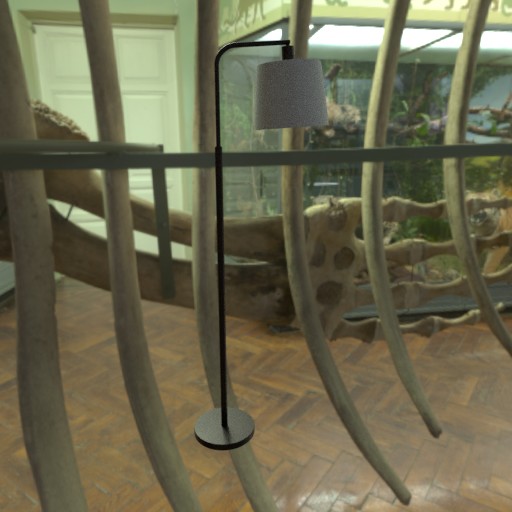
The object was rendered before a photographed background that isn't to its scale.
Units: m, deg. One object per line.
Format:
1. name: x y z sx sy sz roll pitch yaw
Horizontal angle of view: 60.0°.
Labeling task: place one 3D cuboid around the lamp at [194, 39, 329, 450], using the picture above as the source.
1. lamp: 0.000 0.000 1.649 0.508 1.478 0.254 -3 16 -9
